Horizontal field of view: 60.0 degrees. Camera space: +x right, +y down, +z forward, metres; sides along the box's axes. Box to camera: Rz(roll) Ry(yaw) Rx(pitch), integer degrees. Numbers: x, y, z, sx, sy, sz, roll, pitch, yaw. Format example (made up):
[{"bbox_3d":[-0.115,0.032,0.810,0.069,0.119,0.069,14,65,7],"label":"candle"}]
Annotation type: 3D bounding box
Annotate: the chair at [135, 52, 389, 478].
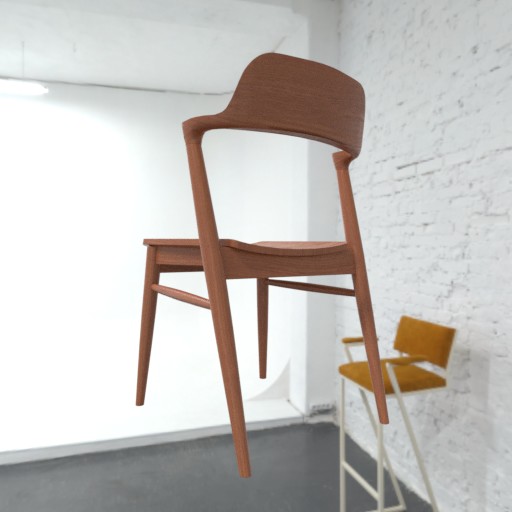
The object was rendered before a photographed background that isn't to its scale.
[{"bbox_3d":[0.000,0.000,1.127,0.496,0.801,0.499,0,0,-37],"label":"chair"}]
